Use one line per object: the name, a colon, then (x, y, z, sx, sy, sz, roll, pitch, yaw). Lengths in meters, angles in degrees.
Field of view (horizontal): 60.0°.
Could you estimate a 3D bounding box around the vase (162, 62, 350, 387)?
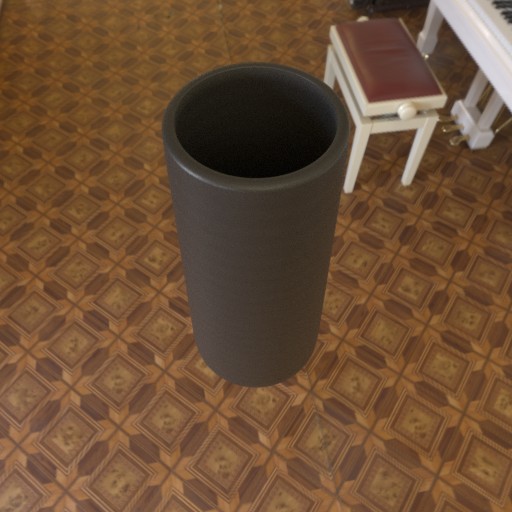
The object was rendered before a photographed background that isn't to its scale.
vase: (0.000, 0.000, 0.369, 0.136, 0.289, 0.136, 2, 58, 1)
